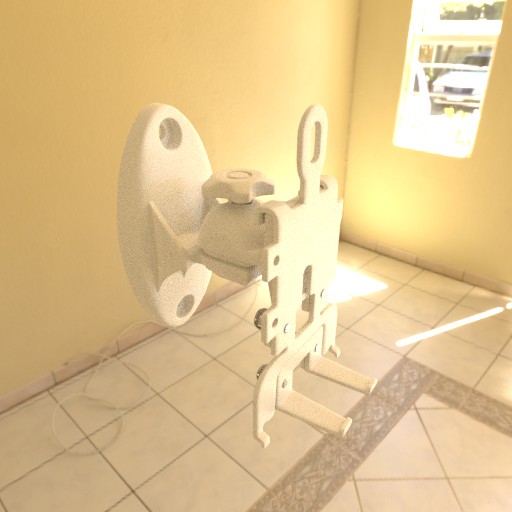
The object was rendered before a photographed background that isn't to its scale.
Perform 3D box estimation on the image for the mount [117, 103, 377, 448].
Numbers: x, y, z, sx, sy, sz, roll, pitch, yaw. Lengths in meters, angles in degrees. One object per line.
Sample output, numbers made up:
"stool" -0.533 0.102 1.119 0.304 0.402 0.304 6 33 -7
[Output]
"mount" 0.000 0.000 0.175 0.100 0.118 0.066 17 31 30
